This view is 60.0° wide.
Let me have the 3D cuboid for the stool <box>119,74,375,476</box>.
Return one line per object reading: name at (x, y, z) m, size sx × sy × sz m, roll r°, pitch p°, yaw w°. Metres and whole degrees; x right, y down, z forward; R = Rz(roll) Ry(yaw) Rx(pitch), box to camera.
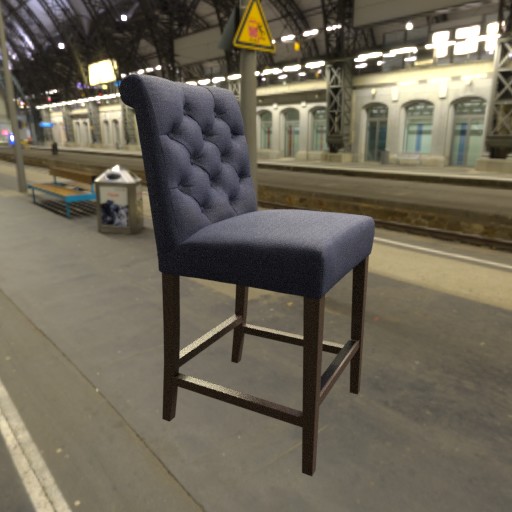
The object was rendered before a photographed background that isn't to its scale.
stool at (0.000, 0.000, 1.338) m, size 0.601 × 1.010 × 0.493 m, roll 8°, pitch 17°, yaw 27°
